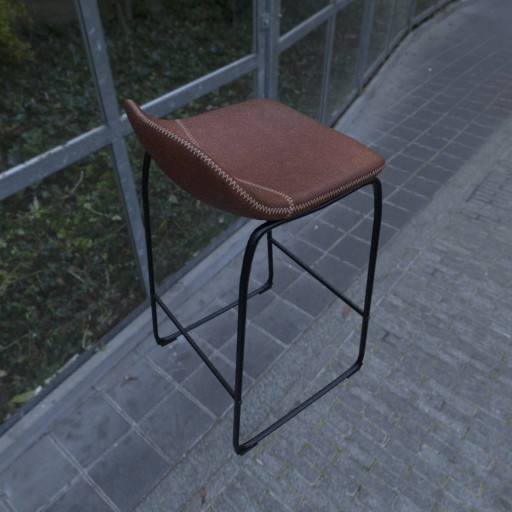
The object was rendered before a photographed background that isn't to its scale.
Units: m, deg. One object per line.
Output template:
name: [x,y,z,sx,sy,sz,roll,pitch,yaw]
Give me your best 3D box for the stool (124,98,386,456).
stool: [0.000,0.000,1.109,0.473,0.830,0.454,-26,47,-27]
